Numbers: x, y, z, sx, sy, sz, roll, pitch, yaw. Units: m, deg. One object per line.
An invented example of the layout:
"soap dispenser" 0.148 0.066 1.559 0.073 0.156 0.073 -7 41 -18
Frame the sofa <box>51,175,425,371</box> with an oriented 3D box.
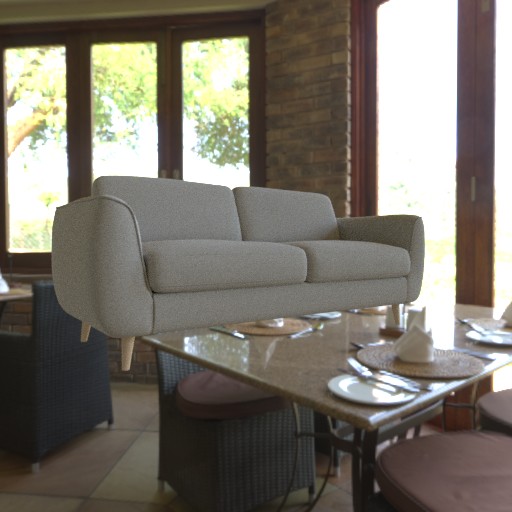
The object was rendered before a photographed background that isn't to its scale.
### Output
"sofa" 0.000 0.000 2.468 2.000 0.850 0.920 -1 2 -35
